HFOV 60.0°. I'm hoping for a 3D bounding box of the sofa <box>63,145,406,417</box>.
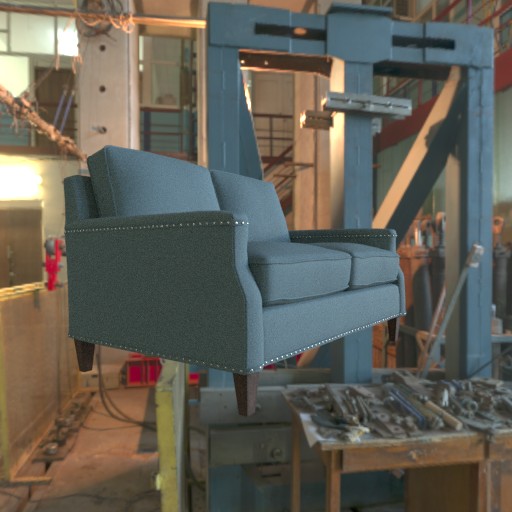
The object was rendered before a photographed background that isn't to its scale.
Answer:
[{"bbox_3d":[0.000,0.000,2.289,1.084,1.003,1.597,1,1,36],"label":"sofa"}]
